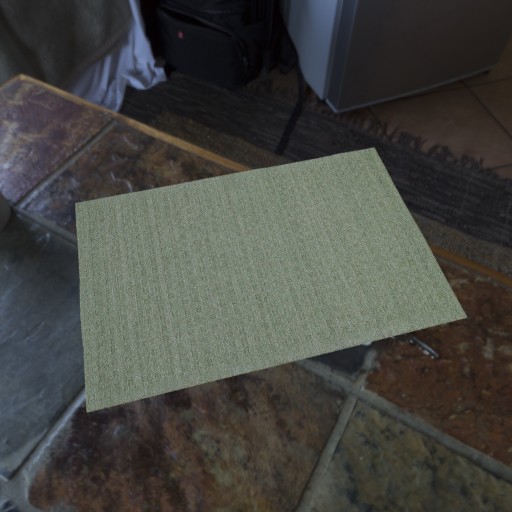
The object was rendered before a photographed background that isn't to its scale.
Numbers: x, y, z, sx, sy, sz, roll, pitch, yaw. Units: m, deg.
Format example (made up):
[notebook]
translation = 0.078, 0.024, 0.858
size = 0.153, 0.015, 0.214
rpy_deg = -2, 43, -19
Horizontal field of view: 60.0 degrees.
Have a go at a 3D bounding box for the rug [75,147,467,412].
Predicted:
[rug]
translation = 0.000, 0.000, 2.244
size = 1.747, 0.006, 1.143
rpy_deg = -12, 59, -8
